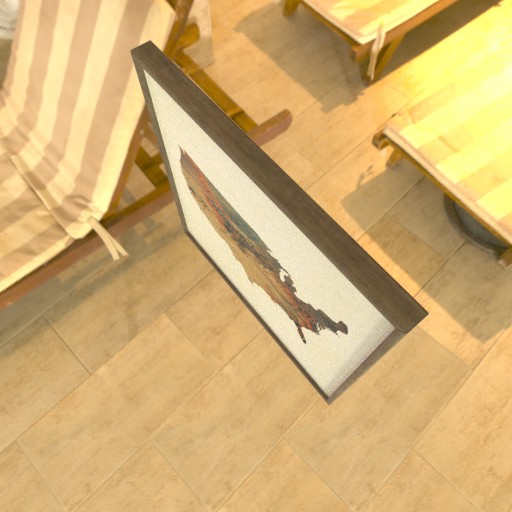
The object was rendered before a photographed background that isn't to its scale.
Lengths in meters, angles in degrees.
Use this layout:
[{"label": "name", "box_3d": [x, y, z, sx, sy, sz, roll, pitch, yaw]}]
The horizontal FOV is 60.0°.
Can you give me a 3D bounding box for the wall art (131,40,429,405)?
[{"label": "wall art", "box_3d": [0.000, 0.000, 1.105, 0.050, 0.751, 0.749, -36, 69, -16]}]
